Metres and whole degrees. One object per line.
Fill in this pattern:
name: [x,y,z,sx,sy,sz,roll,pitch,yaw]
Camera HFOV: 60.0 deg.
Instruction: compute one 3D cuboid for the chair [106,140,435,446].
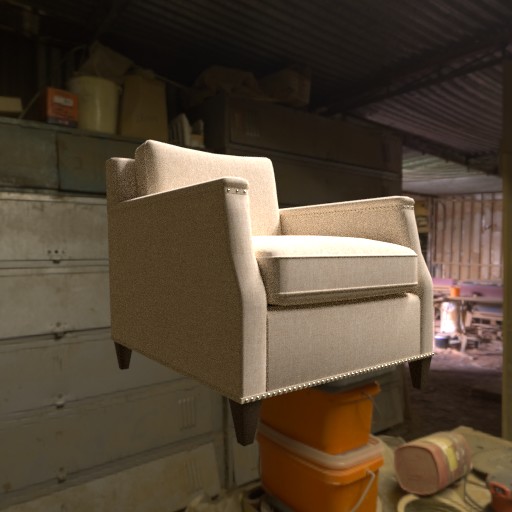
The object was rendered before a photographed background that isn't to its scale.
chair: [0.000,0.000,1.725,0.838,0.940,1.041,-1,1,-36]
